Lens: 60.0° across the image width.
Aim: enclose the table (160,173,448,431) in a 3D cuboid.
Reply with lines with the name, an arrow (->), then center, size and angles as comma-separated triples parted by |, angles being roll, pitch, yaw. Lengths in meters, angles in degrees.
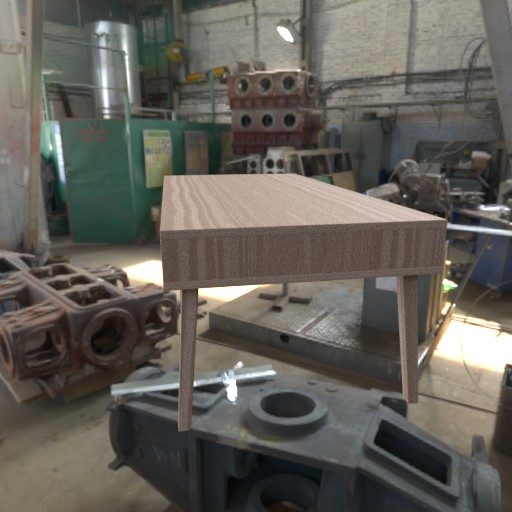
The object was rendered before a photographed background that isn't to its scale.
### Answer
table -> 0.000, 0.000, 1.514 | 0.600, 0.450, 1.200 | -3, 15, -11
